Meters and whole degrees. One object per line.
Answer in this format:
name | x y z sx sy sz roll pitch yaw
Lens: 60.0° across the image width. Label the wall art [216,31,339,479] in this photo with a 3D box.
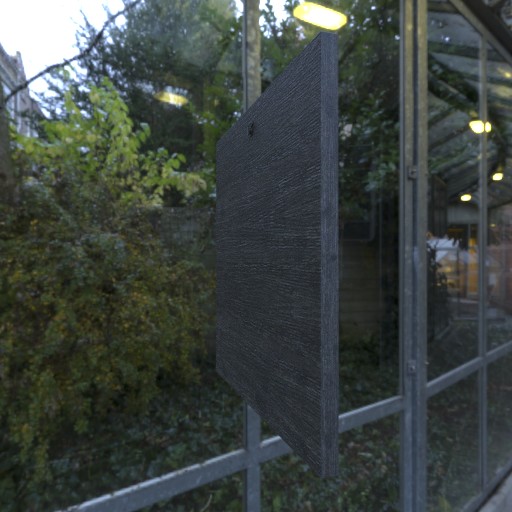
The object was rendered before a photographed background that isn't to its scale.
wall art | 0.000 0.000 0.675 0.027 0.459 0.462 0 -1 -19
